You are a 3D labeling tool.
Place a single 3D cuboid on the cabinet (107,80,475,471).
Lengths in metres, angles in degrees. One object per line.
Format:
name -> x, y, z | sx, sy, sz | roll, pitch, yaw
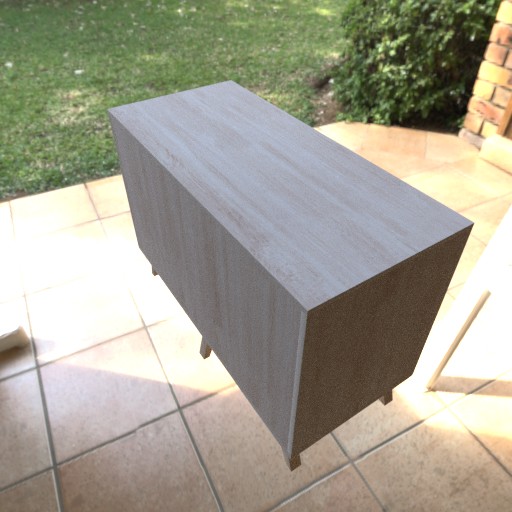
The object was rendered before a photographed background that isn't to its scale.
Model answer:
cabinet -> 0.000, 0.000, 1.544 | 0.500, 0.780, 1.110 | -24, 46, -24
